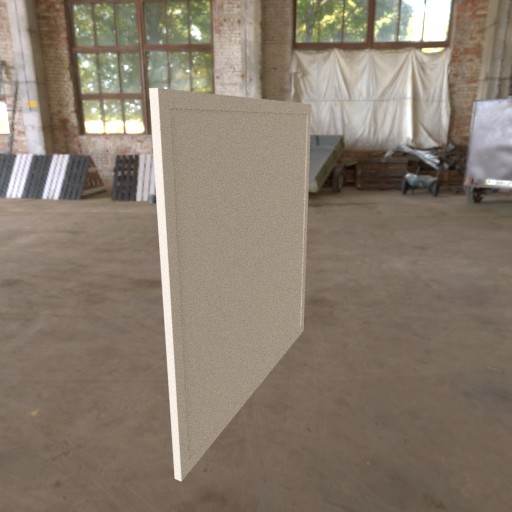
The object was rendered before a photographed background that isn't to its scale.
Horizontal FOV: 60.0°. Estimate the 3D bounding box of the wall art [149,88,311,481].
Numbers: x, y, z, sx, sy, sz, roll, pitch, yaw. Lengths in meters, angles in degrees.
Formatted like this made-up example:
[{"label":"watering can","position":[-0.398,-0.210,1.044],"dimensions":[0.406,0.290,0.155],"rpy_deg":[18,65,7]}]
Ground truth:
[{"label":"wall art","position":[0.000,0.000,0.987],"dimensions":[0.015,0.660,0.660],"rpy_deg":[8,19,24]}]
